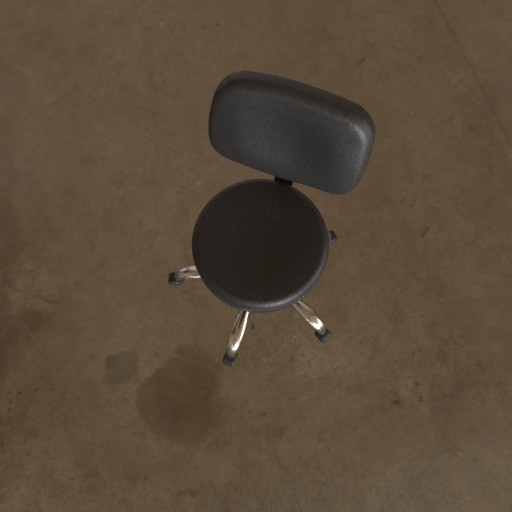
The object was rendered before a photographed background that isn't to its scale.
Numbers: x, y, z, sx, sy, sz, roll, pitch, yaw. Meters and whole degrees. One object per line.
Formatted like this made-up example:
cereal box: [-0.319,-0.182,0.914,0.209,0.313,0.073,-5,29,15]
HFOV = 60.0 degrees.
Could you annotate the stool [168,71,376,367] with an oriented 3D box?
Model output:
stool: [0.000,0.000,1.339,0.673,0.862,0.648,19,75,5]
